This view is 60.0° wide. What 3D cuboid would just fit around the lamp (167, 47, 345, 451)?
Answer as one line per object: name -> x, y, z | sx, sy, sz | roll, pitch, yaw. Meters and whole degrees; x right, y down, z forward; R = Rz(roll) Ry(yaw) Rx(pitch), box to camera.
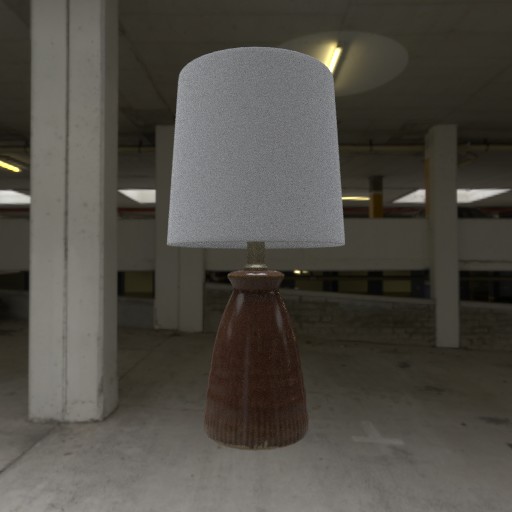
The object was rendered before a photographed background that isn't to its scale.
lamp -> 0.000, 0.000, 0.473 | 0.186, 0.369, 0.186 | 0, -1, 0
